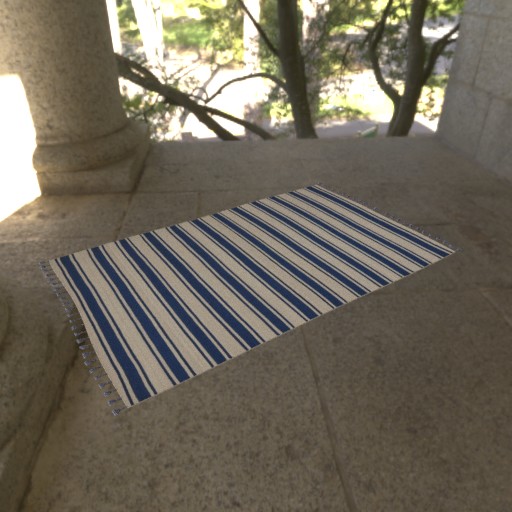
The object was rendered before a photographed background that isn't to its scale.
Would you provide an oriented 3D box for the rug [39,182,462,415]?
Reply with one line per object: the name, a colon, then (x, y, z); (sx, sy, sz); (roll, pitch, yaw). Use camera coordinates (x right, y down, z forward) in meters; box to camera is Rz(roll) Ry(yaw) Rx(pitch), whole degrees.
rug: (0.000, 0.000, 2.537); (2.108, 0.009, 1.248); (-20, 37, -29)
